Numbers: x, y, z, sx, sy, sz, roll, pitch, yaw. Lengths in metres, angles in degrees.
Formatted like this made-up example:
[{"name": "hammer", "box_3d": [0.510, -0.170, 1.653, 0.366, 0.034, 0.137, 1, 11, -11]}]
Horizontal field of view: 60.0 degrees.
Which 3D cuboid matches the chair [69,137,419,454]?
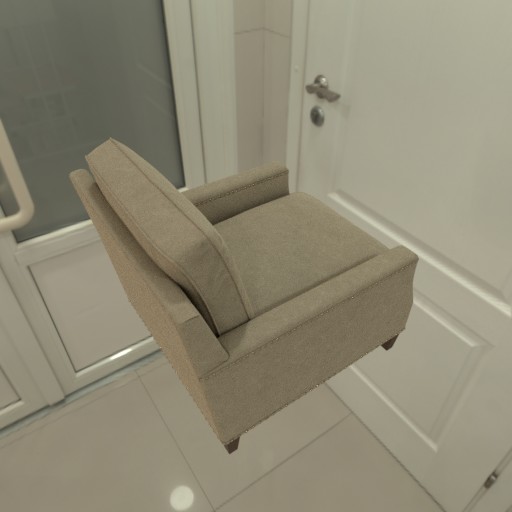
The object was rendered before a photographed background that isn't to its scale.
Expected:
[{"name": "chair", "box_3d": [0.000, 0.000, 1.711, 1.014, 0.943, 0.853, -24, 46, -25]}]
